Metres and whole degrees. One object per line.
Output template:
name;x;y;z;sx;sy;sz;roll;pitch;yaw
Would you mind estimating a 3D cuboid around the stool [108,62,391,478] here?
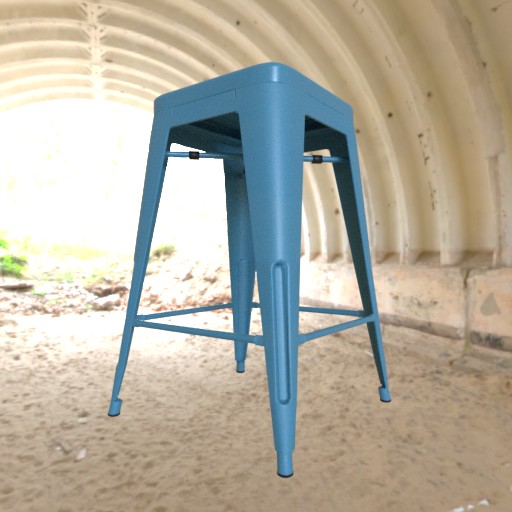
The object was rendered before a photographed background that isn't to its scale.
stool;0.000;0.000;0.885;0.410;0.608;0.410;0;0;36
